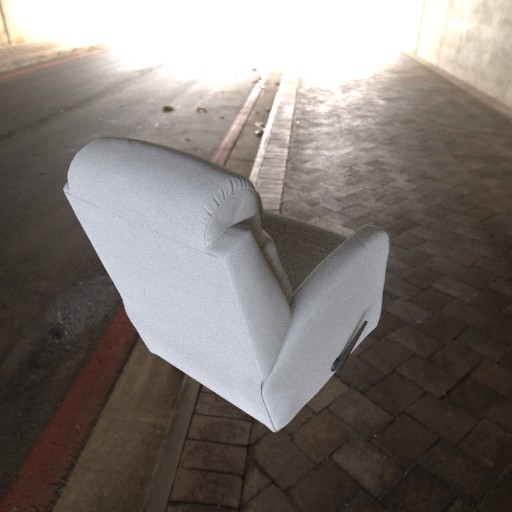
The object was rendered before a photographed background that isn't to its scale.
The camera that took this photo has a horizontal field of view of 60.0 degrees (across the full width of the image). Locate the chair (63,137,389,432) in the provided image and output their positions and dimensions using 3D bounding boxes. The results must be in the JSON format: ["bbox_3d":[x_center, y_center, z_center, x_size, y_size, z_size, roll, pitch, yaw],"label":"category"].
[{"bbox_3d":[0.000,0.000,1.681,0.798,1.013,1.043,22,37,32],"label":"chair"}]
